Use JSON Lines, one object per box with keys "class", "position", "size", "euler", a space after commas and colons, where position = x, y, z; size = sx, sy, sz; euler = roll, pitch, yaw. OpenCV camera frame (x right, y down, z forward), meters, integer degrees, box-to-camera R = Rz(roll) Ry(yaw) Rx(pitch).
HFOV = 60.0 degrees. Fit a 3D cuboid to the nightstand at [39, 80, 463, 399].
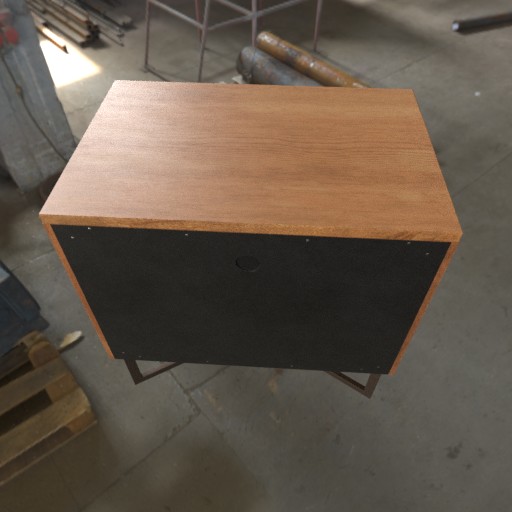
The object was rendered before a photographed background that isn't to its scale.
{"class": "nightstand", "position": [0.000, 0.000, 1.008], "size": [0.613, 0.615, 0.427], "euler": [3, 48, 2]}
